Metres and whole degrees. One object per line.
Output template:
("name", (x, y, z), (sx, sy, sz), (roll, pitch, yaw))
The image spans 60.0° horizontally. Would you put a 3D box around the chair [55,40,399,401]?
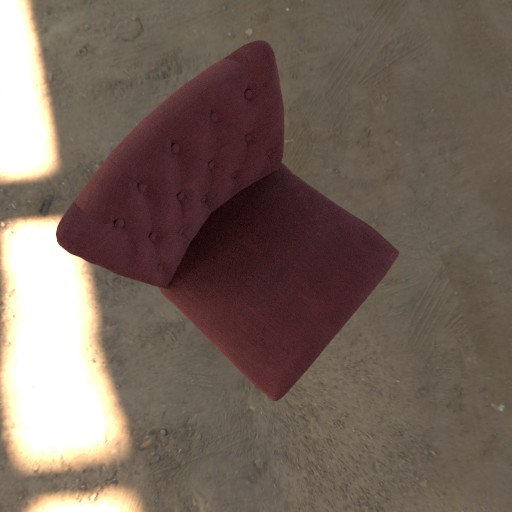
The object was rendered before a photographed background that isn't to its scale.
("chair", (0.000, 0.000, 1.175), (0.605, 0.750, 0.582), (41, 79, 9))
